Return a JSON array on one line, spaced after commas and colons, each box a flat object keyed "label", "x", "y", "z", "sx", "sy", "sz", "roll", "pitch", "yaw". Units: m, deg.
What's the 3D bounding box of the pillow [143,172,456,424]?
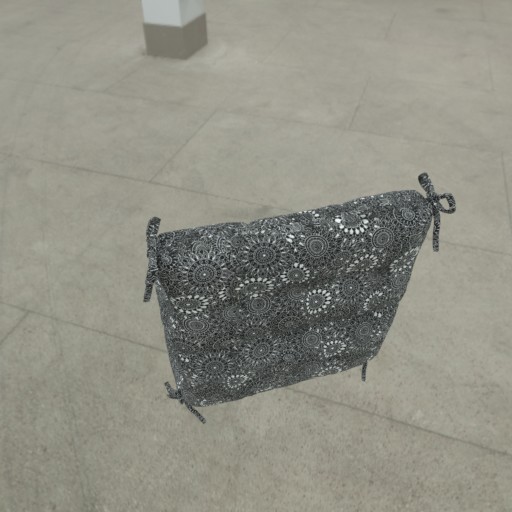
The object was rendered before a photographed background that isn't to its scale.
[{"label": "pillow", "x": 0.000, "y": 0.000, "z": 1.014, "sx": 0.519, "sy": 0.605, "sz": 0.571, "roll": -11, "pitch": 44, "yaw": -12}]
